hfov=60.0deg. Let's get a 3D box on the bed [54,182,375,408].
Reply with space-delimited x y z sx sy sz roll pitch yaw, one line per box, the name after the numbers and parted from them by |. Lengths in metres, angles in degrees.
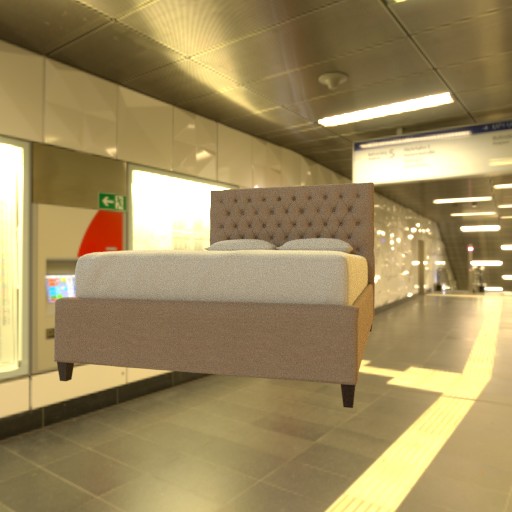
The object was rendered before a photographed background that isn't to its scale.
0.000 0.000 3.392 1.698 1.427 2.387 0 -1 17 | bed
